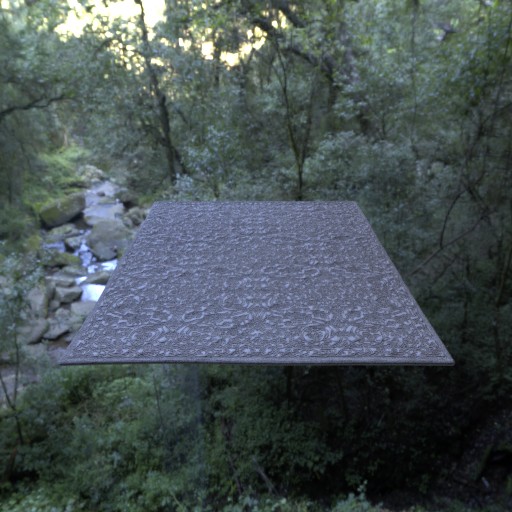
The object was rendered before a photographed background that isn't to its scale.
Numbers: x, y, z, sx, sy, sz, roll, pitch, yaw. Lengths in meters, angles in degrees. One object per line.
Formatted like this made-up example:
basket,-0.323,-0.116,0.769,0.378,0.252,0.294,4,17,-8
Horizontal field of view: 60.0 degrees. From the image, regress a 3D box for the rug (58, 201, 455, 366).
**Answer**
rug,0.000,0.000,4.086,2.472,0.035,3.017,0,26,0
